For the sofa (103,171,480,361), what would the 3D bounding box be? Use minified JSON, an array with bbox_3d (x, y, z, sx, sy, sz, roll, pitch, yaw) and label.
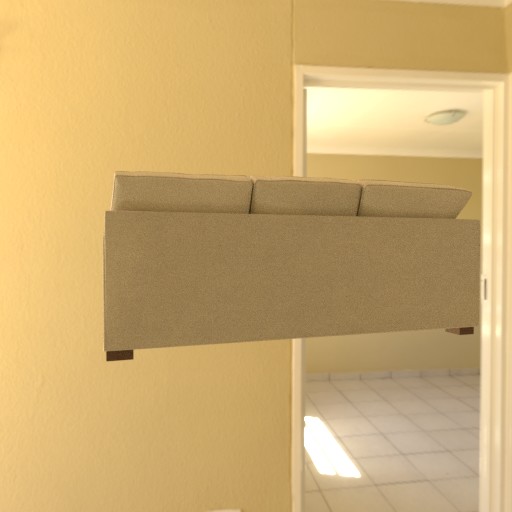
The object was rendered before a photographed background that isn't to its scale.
[{"bbox_3d":[0.000,0.000,3.411,2.189,0.939,2.182,0,1,-18],"label":"sofa"}]
